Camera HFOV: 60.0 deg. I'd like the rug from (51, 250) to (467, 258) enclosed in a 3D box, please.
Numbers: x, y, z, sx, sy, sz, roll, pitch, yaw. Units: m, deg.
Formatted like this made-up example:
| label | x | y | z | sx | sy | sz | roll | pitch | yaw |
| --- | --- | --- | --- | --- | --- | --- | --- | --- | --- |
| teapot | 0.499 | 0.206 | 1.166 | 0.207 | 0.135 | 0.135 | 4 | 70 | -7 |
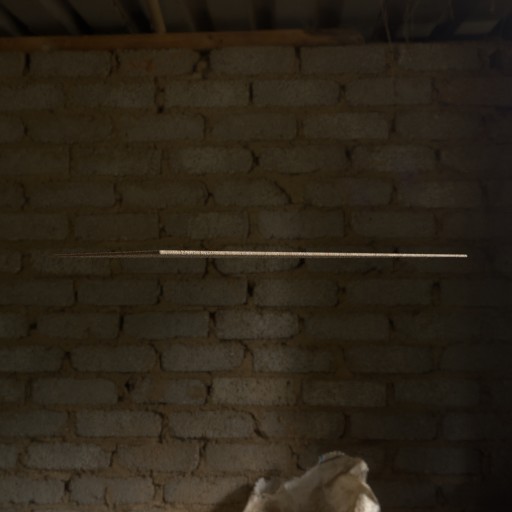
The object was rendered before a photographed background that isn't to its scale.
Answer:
| label | x | y | z | sx | sy | sz | roll | pitch | yaw |
| --- | --- | --- | --- | --- | --- | --- | --- | --- | --- |
| rug | 0.000 | 0.000 | 4.132 | 3.039 | 0.019 | 2.420 | 0 | -1 | -37 |
